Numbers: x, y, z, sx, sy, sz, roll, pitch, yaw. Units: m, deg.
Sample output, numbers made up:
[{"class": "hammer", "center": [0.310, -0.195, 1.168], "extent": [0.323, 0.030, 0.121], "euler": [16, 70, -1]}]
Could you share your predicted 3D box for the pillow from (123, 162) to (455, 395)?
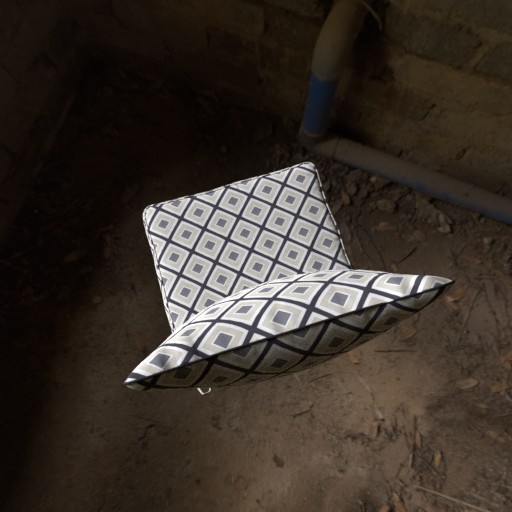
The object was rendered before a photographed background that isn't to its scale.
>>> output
[{"class": "pillow", "center": [0.000, 0.000, 1.372], "extent": [0.798, 0.722, 0.733], "euler": [-16, 75, -5]}]
